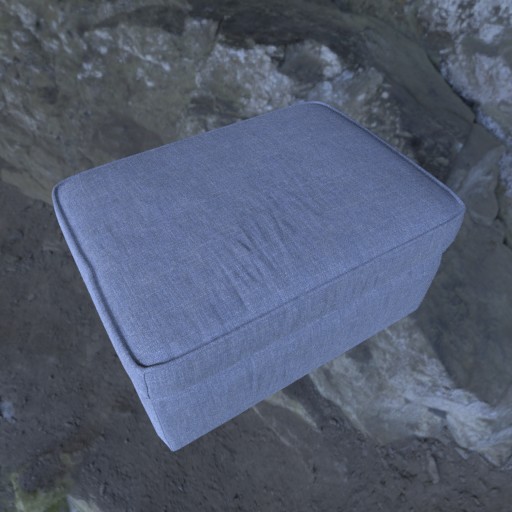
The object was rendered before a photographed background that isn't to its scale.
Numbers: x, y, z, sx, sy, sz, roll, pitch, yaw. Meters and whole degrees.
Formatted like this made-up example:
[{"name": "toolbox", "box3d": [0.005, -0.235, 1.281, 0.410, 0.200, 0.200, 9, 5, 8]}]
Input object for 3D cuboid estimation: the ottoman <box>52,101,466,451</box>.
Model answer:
[{"name": "ottoman", "box3d": [0.000, 0.000, 1.080, 0.762, 0.457, 0.559, -24, 52, -21]}]
